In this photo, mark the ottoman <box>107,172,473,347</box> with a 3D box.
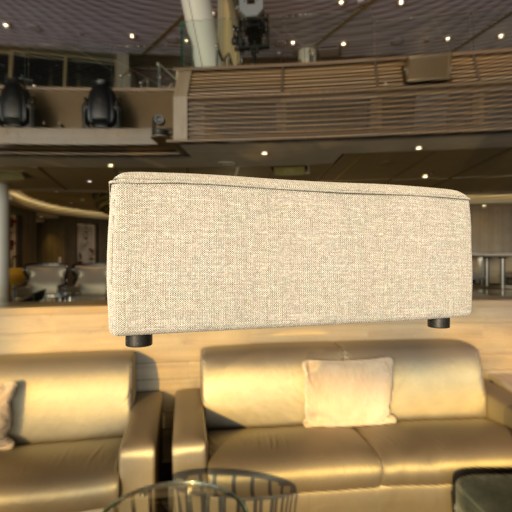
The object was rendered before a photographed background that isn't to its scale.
[{"bbox_3d":[0.000,0.000,1.598,1.023,0.423,1.017,0,0,-17],"label":"ottoman"}]
